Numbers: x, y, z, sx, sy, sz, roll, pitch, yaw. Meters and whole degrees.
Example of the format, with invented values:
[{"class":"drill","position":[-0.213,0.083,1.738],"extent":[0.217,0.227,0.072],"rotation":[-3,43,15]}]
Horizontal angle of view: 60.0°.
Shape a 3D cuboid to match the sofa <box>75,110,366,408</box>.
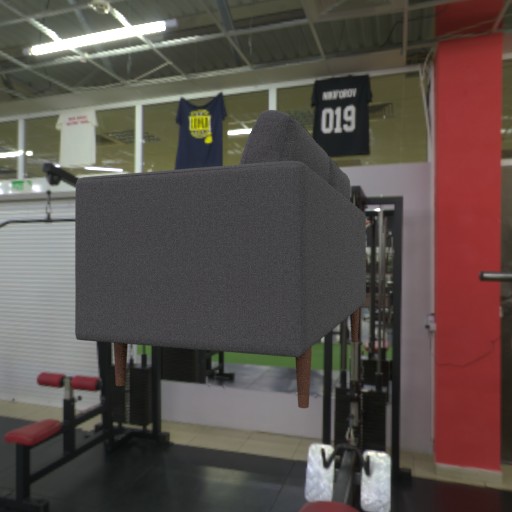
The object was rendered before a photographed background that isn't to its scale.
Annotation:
[{"class":"sofa","position":[0.000,0.000,1.963],"extent":[0.796,0.908,1.430],"rotation":[0,0,20]}]
